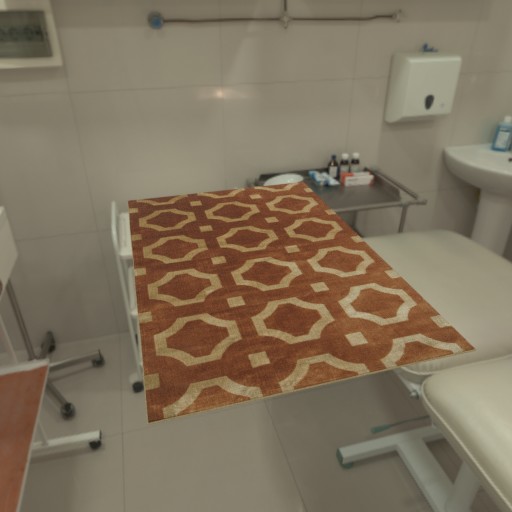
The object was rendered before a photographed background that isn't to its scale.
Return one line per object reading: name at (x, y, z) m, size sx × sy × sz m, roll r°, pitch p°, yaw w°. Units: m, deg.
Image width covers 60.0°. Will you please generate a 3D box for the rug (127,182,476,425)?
rug at (0.000, 0.000, 2.892) m, size 1.555 × 0.016 × 2.286 m, roll -8°, pitch 32°, yaw -14°
